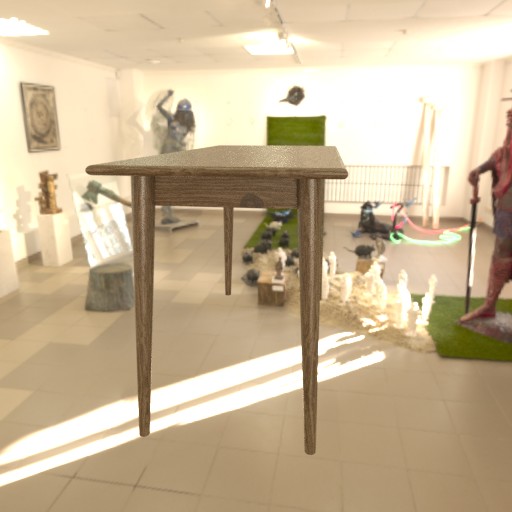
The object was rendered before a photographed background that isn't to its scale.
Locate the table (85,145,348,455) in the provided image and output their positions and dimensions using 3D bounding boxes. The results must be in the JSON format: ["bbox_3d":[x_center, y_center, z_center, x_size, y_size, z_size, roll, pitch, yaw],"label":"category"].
[{"bbox_3d":[0.000,0.000,1.707,0.599,0.780,1.300,2,16,9],"label":"table"}]
